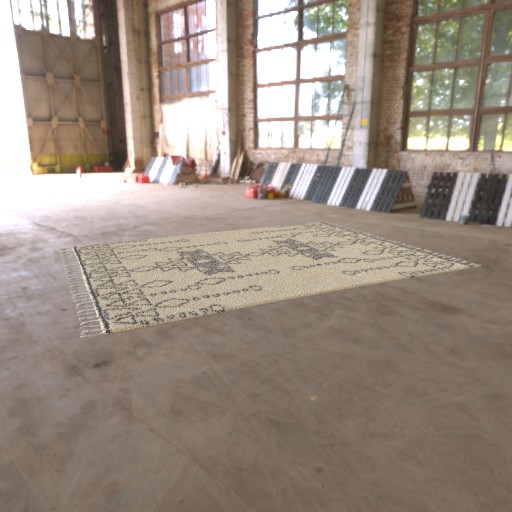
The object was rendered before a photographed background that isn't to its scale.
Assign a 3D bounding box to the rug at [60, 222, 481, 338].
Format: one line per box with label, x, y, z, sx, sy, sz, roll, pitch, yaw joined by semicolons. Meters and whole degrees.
rug;0.000;0.000;3.810;3.027;0.028;2.125;-7;17;-25
